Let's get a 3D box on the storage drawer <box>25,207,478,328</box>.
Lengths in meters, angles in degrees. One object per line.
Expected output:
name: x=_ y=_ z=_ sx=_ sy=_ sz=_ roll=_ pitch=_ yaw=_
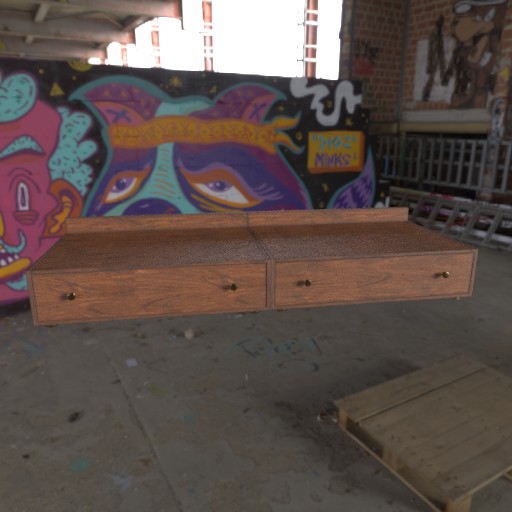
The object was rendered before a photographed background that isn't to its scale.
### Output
storage drawer: x=0.000 y=0.000 z=2.220 sx=1.914 sy=0.339 sz=0.774 roll=-3 pitch=16 yaw=-9
